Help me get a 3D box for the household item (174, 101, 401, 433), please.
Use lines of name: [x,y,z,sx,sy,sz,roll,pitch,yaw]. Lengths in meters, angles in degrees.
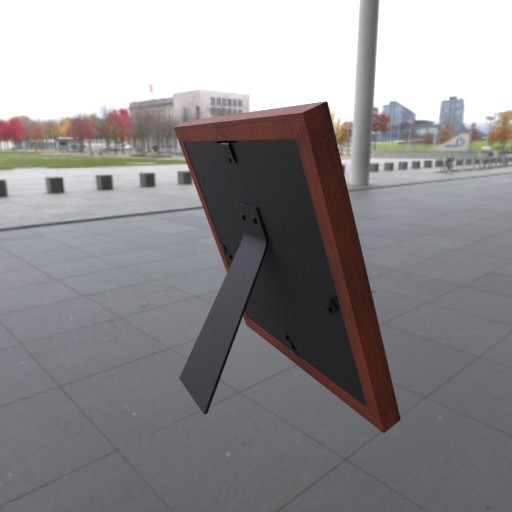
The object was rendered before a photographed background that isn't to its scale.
household item: [0.000,0.000,0.394,0.131,0.240,0.240,-7,16,-27]
